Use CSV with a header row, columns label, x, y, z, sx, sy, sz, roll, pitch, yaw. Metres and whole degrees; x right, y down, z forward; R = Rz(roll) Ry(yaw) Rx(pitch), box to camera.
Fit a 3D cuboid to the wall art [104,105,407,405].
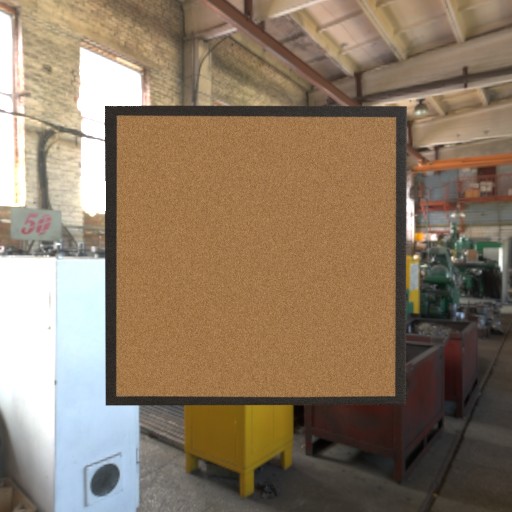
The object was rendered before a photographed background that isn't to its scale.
label,x,y,z,sx,sy,sz,roll,pitch,yaw
wall art,0.000,0.000,1.037,0.695,0.691,0.029,0,1,0
